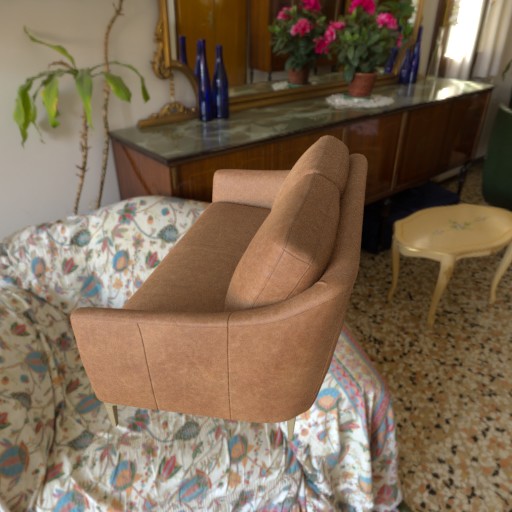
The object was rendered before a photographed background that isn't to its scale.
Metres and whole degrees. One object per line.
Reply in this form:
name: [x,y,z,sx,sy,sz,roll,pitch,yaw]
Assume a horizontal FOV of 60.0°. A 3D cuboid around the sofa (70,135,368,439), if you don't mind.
sofa: [0.000,0.000,2.166,0.960,0.902,1.619,7,30,12]
